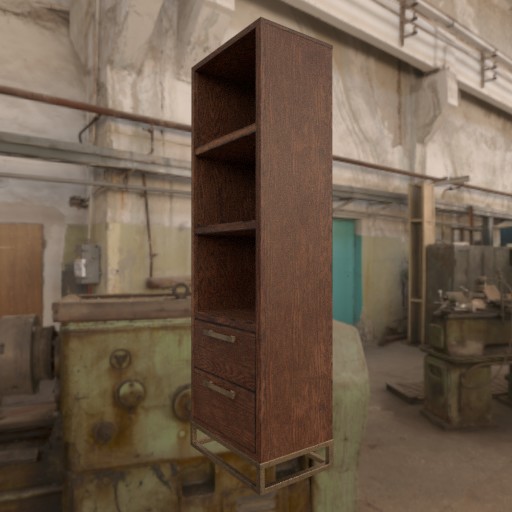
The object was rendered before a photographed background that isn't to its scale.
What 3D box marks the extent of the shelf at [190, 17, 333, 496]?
[{"bbox_3d":[0.000,0.000,1.920,0.395,1.732,0.539,0,0,-36],"label":"shelf"}]
